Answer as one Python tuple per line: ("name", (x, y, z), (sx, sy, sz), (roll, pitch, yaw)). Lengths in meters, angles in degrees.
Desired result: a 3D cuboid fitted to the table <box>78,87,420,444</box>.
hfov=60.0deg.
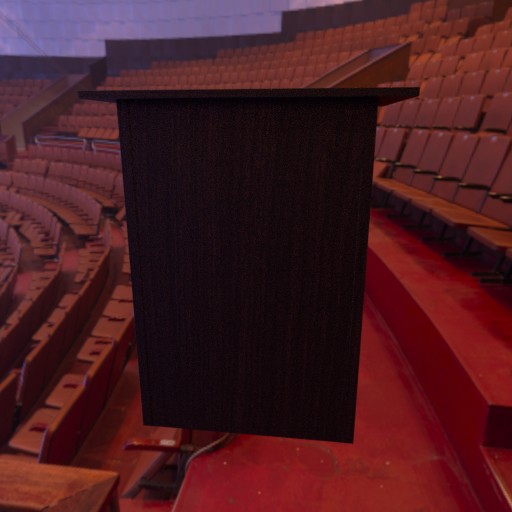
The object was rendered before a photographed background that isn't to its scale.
("table", (0.000, 0.000, 1.049), (0.591, 0.711, 0.406), (2, 16, 7))
